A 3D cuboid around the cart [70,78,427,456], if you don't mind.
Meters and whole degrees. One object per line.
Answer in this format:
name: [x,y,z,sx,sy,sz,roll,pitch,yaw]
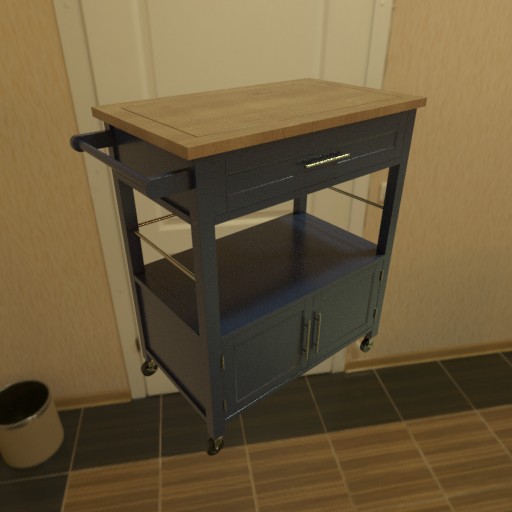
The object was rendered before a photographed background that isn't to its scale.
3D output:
cart: [0.000,0.000,1.360,0.840,0.901,0.459,-22,37,-33]
